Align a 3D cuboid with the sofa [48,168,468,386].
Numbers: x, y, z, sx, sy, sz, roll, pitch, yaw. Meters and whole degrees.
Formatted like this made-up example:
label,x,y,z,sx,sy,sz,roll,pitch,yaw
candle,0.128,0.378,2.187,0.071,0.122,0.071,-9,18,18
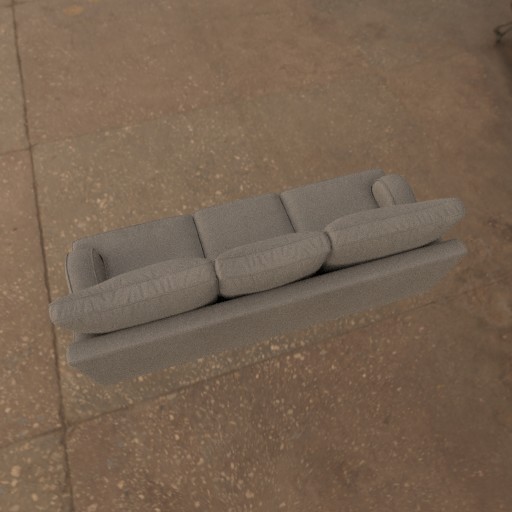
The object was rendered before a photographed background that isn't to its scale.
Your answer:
label,x,y,z,sx,sy,sz,roll,pitch,yaw
sofa,0.000,0.000,2.882,2.323,0.991,1.016,-15,58,-9
